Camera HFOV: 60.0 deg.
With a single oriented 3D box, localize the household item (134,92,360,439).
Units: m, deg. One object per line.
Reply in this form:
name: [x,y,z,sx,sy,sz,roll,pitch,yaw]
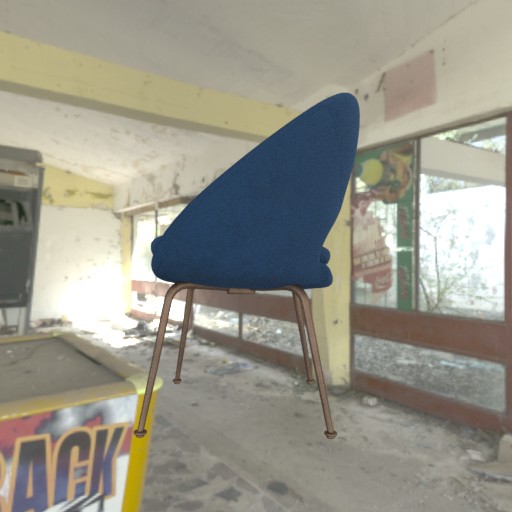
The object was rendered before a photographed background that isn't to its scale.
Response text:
household item: [0.000,0.000,1.271,0.573,0.852,0.623,0,0,1]
